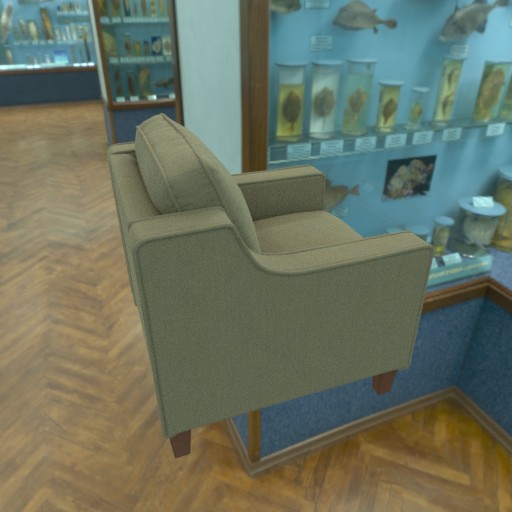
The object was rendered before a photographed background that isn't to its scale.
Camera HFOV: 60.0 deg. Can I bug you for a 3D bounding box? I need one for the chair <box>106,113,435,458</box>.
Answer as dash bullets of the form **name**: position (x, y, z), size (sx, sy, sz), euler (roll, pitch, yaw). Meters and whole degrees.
- **chair**: position (0.000, 0.000, 1.643), size (0.909, 0.960, 0.831), euler (-10, 31, -17)
